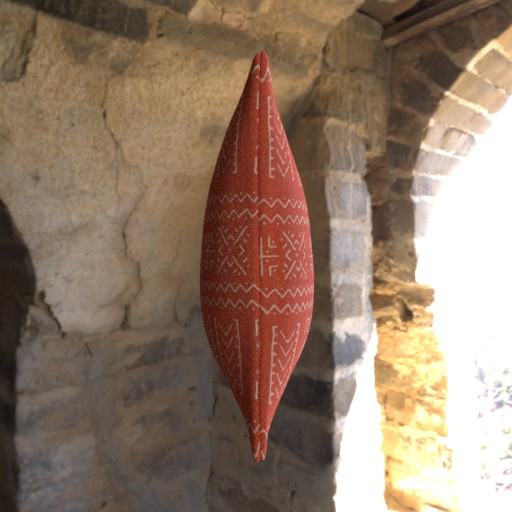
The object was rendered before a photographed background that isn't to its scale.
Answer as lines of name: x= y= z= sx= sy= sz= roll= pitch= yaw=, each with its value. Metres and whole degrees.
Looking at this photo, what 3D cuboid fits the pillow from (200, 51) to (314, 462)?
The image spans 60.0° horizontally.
pillow: x=0.000 y=0.000 z=0.675 sx=0.164 sy=0.429 sz=0.438 roll=0 pitch=0 yaw=-1
